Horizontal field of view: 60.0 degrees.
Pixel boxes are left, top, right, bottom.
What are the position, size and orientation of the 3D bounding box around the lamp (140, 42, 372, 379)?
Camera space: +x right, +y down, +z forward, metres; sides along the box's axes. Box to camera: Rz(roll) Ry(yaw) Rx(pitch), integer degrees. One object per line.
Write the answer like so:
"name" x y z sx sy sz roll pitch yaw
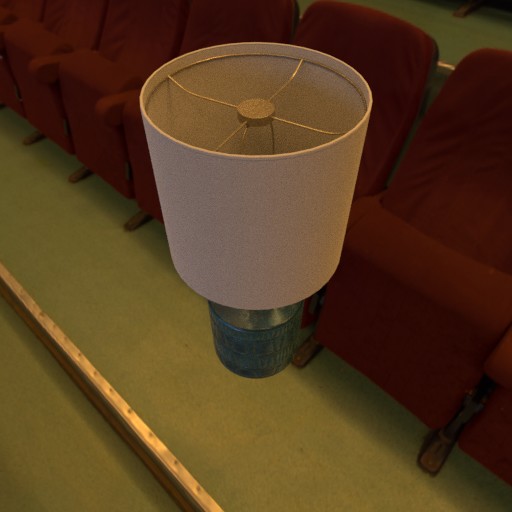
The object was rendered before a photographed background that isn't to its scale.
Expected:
"lamp" 0.000 0.000 0.576 0.211 0.455 0.211 35 56 27
